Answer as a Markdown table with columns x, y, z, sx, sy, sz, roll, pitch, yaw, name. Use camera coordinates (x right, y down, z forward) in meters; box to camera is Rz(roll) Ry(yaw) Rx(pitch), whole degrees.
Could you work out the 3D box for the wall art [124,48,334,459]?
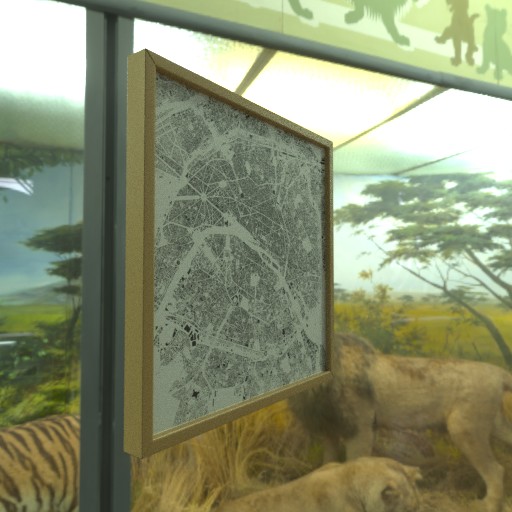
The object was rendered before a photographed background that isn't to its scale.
| x | y | z | sx | sy | sz | roll | pitch | yaw | name |
| --- | --- | --- | --- | --- | --- | --- | --- | --- | --- |
| 0.000 | 0.000 | 0.760 | 0.036 | 0.509 | 0.509 | -1 | -2 | 37 | wall art |
